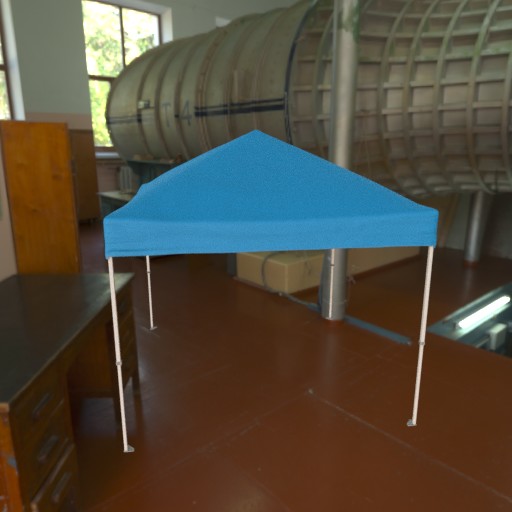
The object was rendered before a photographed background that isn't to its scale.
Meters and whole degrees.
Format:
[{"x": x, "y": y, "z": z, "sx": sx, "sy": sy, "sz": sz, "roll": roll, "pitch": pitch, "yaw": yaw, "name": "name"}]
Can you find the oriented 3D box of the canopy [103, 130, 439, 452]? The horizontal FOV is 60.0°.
[{"x": 0.000, "y": 0.000, "z": 5.468, "sx": 2.998, "sy": 2.997, "sz": 2.996, "roll": -2, "pitch": 15, "yaw": -8, "name": "canopy"}]
